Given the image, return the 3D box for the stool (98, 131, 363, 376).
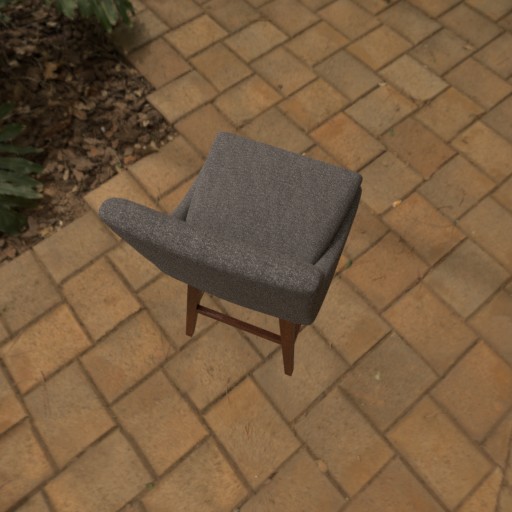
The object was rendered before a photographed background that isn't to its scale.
[{"bbox_3d":[0.000,0.000,1.372,0.489,1.068,0.572,19,65,9],"label":"stool"}]
